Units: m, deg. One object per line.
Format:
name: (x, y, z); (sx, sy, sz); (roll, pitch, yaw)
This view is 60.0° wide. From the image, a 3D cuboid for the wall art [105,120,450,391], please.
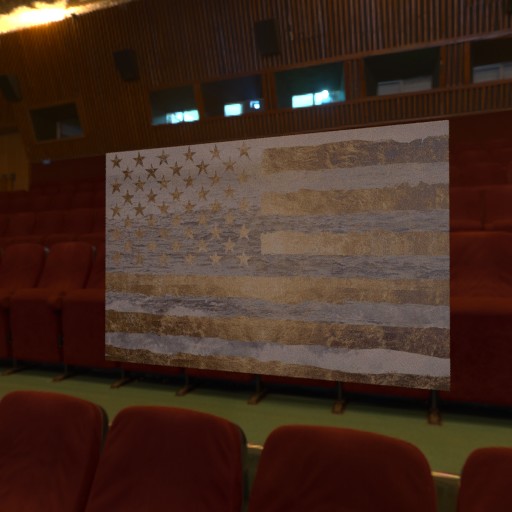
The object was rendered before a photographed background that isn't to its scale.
wall art: (0.000, 0.000, 1.165); (0.932, 0.610, 0.027); (0, -1, 20)
